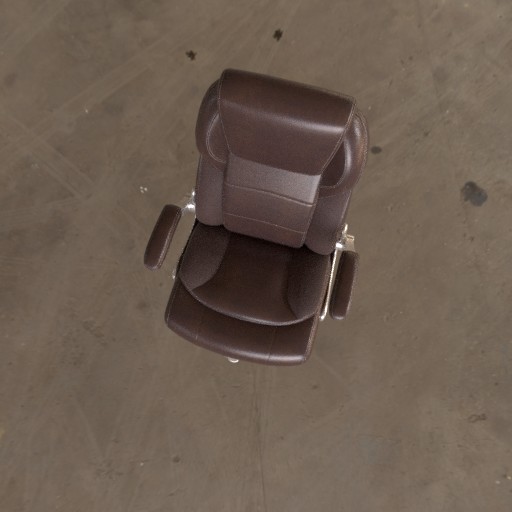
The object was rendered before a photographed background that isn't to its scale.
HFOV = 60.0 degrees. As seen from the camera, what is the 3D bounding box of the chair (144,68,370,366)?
[{"bbox_3d":[0.000,0.000,1.681,0.733,1.160,0.774,15,74,4],"label":"chair"}]
